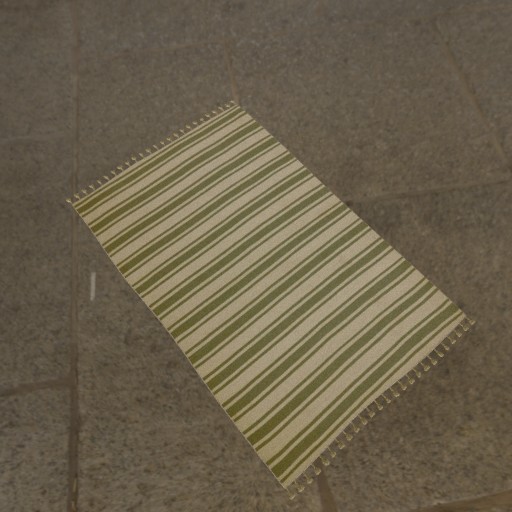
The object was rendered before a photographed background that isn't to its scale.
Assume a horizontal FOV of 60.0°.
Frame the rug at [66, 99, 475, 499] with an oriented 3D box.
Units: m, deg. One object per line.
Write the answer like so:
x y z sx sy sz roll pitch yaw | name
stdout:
0.000 0.000 2.250 1.162 0.013 1.875 -36 69 -17 | rug
